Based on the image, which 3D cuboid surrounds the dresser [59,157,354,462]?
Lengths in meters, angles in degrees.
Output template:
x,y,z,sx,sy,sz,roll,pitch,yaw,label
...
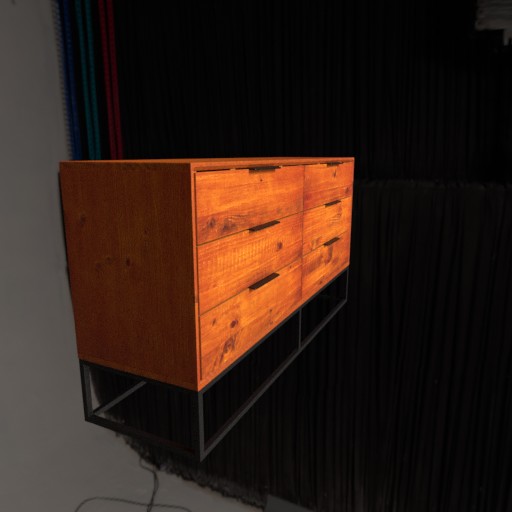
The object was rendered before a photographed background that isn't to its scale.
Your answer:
x,y,z,sx,sy,sz,roll,pitch,yaw,label
0.000,0.000,1.892,0.464,0.810,1.536,6,14,26,dresser
